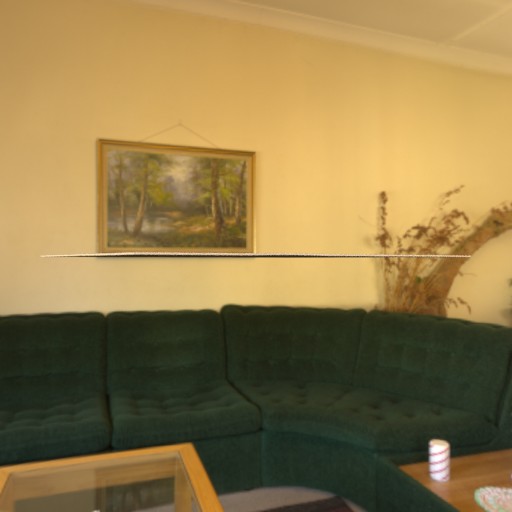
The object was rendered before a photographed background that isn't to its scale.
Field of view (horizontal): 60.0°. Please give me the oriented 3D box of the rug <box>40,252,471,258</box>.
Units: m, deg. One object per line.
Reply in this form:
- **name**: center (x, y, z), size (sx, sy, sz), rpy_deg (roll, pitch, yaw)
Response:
- **rug**: center (0.000, 0.000, 4.262), size (3.357, 0.019, 2.449), rpy_deg (0, -1, -36)
